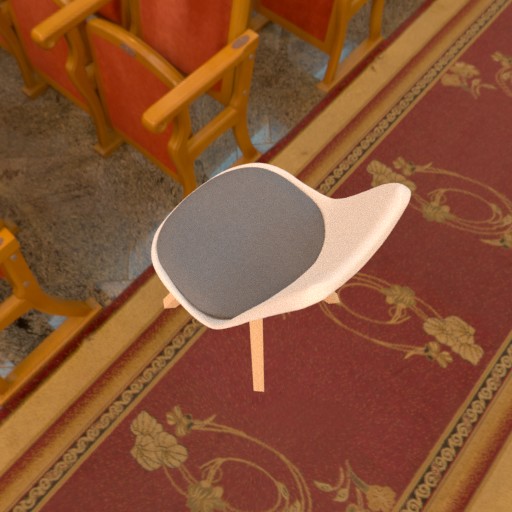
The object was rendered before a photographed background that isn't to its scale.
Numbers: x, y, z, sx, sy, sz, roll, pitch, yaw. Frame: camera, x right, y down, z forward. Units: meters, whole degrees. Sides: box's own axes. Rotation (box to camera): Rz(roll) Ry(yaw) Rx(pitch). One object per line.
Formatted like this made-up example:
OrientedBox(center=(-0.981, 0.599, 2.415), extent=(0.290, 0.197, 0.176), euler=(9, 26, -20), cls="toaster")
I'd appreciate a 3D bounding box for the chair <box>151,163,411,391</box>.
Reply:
OrientedBox(center=(0.000, 0.000, 1.212), extent=(0.550, 0.850, 0.485), euler=(39, 71, 16), cls="chair")
